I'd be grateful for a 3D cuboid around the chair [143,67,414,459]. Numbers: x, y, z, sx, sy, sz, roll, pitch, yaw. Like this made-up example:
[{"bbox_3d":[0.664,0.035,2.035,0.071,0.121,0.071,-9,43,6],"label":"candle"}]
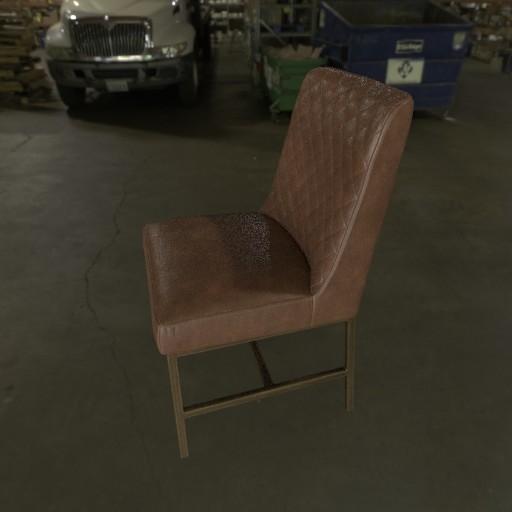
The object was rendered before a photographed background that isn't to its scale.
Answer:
[{"bbox_3d":[0.000,0.000,1.207,0.587,0.889,0.508,-8,32,-13],"label":"chair"}]
